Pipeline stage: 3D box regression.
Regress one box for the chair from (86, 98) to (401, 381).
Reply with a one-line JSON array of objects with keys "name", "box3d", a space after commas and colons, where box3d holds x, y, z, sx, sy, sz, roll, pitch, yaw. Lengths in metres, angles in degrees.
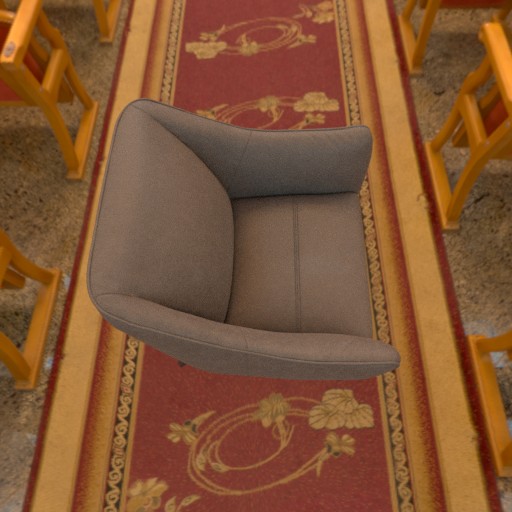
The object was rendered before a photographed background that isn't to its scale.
[{"name": "chair", "box3d": [0.000, 0.000, 1.575, 0.852, 0.830, 0.871, 1, 64, 0]}]
